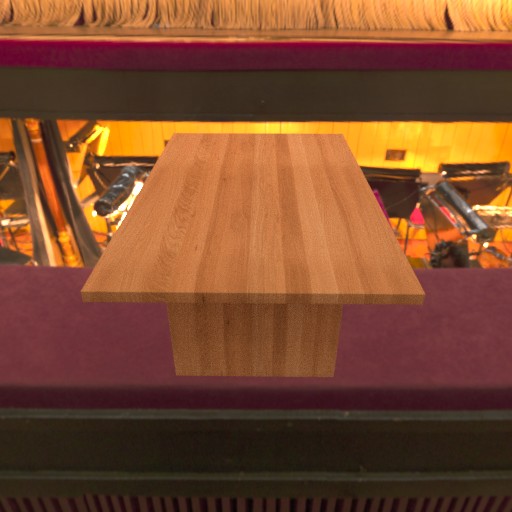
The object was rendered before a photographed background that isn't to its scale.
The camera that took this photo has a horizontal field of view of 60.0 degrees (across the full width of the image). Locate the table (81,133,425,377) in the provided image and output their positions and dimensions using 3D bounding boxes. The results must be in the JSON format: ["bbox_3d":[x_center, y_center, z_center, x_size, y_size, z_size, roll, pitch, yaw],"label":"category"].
[{"bbox_3d":[0.000,0.000,1.499,0.700,0.510,1.100,0,32,1],"label":"table"}]
